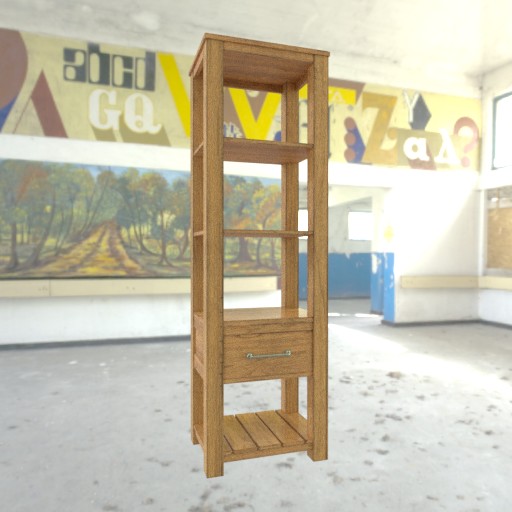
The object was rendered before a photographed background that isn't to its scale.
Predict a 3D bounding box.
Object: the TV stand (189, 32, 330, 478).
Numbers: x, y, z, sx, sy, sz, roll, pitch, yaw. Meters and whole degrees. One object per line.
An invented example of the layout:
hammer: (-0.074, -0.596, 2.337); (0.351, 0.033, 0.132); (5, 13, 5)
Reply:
TV stand: (0.000, 0.000, 2.085); (0.565, 1.828, 0.435); (0, 0, -18)
